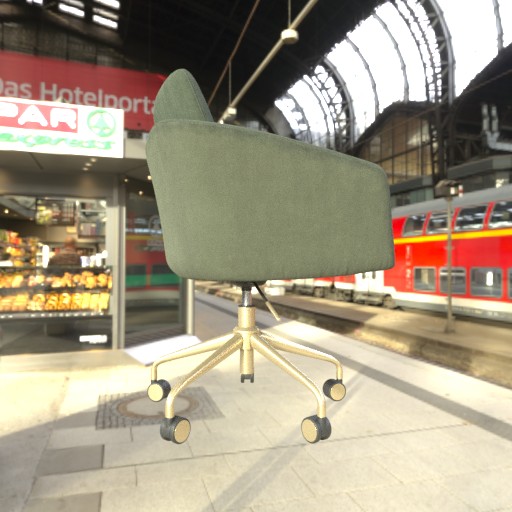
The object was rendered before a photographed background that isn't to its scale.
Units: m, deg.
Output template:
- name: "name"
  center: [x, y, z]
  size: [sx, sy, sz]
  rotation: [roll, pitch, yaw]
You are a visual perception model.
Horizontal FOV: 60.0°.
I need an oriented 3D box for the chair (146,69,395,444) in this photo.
- name: "chair"
  center: [0.000, 0.000, 1.329]
  size: [0.635, 0.908, 0.641]
  rotation: [0, -1, -19]
